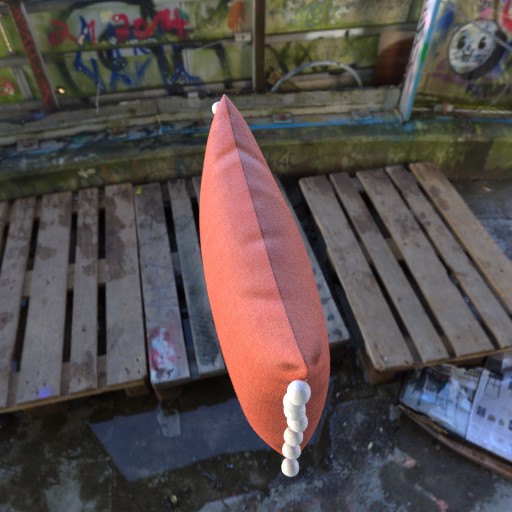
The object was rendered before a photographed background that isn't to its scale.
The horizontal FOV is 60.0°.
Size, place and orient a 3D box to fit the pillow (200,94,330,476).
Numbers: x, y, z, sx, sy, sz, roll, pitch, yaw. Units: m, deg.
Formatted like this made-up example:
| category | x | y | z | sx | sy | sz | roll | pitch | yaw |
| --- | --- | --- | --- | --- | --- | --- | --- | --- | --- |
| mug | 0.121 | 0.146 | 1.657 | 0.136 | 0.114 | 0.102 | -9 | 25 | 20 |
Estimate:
| category | x | y | z | sx | sy | sz | roll | pitch | yaw |
| --- | --- | --- | --- | --- | --- | --- | --- | --- | --- |
| pillow | 0.000 | 0.000 | 0.842 | 0.201 | 0.322 | 0.709 | -8 | 48 | -8 |
